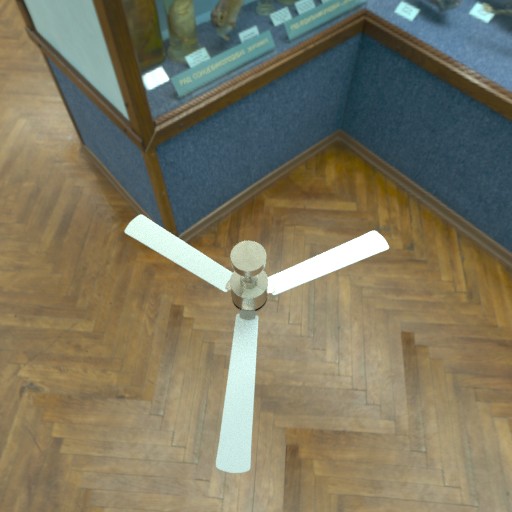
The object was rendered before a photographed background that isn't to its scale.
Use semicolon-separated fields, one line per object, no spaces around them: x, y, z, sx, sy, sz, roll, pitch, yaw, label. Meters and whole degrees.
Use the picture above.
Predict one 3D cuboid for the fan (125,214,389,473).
0.000;0.000;2.379;1.531;0.446;1.561;-34;64;-19;fan
